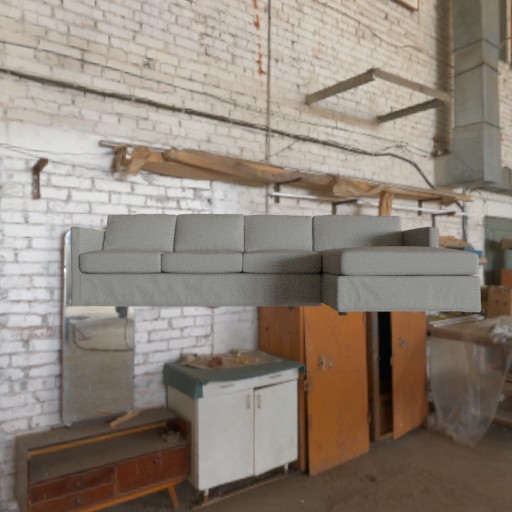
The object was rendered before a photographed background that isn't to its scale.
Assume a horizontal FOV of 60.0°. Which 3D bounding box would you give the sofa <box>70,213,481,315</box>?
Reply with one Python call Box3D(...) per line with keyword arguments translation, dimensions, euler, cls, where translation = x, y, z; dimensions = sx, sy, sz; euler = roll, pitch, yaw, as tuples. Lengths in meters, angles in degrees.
Box3D(translation=(0.000, 0.000, 3.910), dimensions=(3.177, 0.867, 1.622), euler=(0, 0, -1), cls="sofa")
